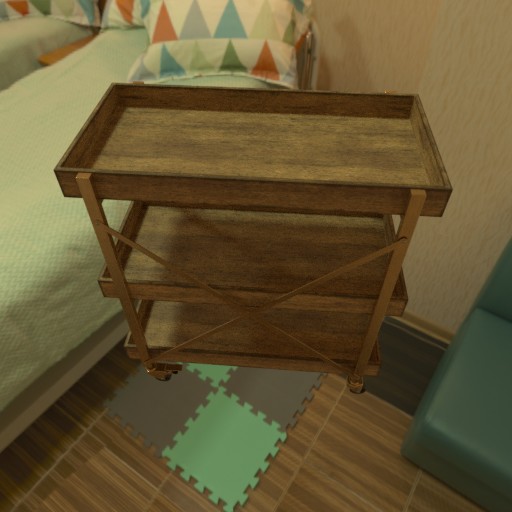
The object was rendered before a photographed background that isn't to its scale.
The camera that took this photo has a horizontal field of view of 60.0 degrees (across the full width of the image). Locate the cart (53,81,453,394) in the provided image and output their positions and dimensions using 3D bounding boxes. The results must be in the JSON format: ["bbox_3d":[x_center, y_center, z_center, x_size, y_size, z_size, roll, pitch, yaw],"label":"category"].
[{"bbox_3d":[0.000,0.000,1.242,0.750,0.799,0.416,3,46,3],"label":"cart"}]
